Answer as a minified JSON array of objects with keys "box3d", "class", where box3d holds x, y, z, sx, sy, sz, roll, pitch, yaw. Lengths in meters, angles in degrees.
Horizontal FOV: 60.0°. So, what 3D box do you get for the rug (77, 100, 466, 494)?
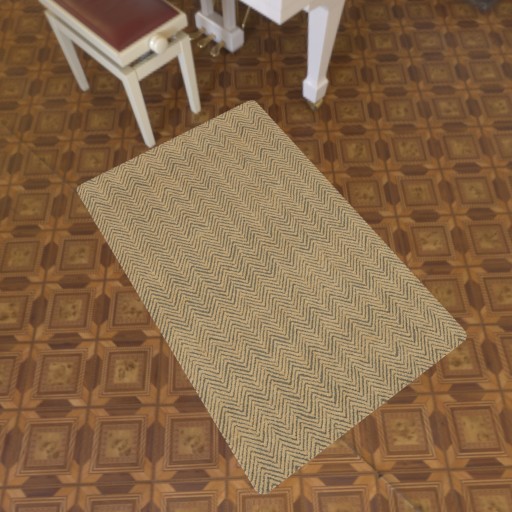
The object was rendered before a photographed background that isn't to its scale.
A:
[{"box3d":[0.000,0.000,2.178,1.144,0.008,1.752,-31,68,-14],"class":"rug"}]
